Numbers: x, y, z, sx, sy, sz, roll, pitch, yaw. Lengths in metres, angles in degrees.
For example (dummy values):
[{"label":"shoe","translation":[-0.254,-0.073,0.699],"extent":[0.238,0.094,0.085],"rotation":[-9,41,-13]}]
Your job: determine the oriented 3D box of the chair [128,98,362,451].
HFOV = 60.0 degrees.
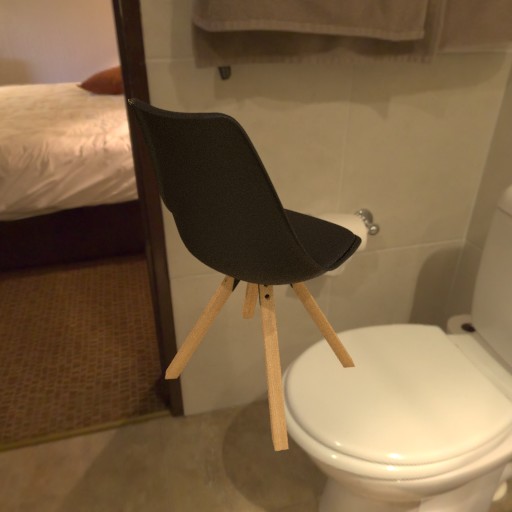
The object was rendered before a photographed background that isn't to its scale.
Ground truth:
[{"label":"chair","translation":[0.000,0.000,1.179],"extent":[0.485,0.850,0.549],"rotation":[21,36,32]}]
